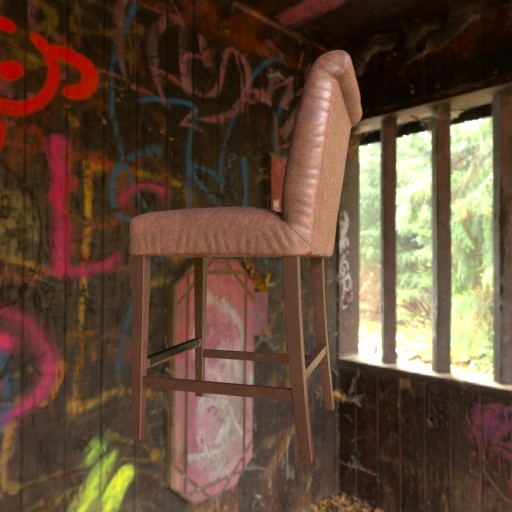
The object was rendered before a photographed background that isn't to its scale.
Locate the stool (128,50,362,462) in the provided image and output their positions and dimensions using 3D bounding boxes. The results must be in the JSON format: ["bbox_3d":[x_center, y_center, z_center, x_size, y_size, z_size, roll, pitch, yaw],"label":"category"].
[{"bbox_3d":[0.000,0.000,1.444,0.660,1.084,0.486,0,-1,17],"label":"stool"}]
